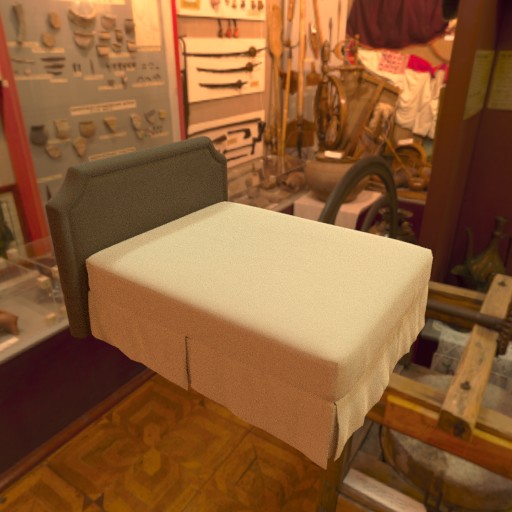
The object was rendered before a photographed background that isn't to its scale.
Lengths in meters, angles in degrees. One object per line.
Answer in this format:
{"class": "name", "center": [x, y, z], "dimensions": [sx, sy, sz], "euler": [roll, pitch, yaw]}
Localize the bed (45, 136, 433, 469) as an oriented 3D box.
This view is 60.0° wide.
{"class": "bed", "center": [0.000, 0.000, 3.214], "dimensions": [2.181, 1.297, 1.831], "euler": [17, 30, 31]}
